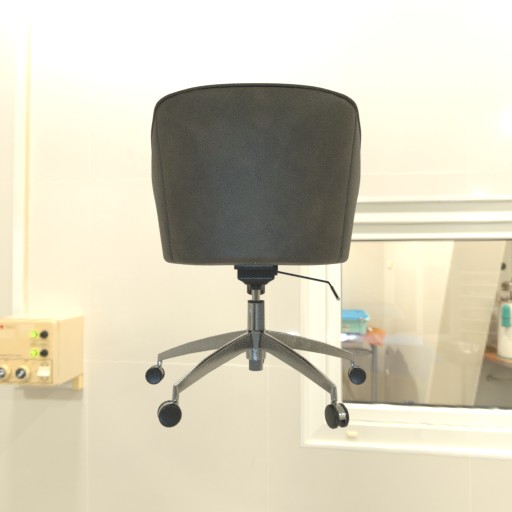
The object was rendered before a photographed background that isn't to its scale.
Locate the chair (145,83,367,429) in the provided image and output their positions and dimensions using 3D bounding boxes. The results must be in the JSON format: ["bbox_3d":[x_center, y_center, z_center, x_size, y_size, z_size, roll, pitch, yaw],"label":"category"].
[{"bbox_3d":[0.000,0.000,1.377,0.713,0.827,0.689,0,-1,0],"label":"chair"}]
